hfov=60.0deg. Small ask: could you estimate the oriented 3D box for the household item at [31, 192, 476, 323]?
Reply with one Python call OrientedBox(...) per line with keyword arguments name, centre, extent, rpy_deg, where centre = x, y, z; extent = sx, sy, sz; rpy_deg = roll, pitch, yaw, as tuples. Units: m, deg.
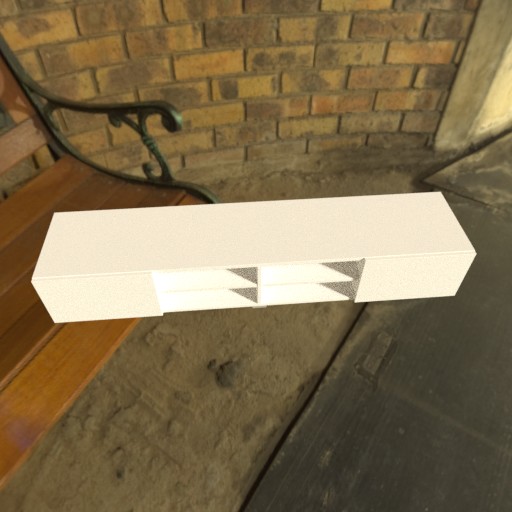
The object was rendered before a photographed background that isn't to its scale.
OrientedBox(name="household item", centre=(0.000, 0.000, 2.087), extent=(1.850, 0.310, 0.420), rpy_deg=(-4, 47, -3))
